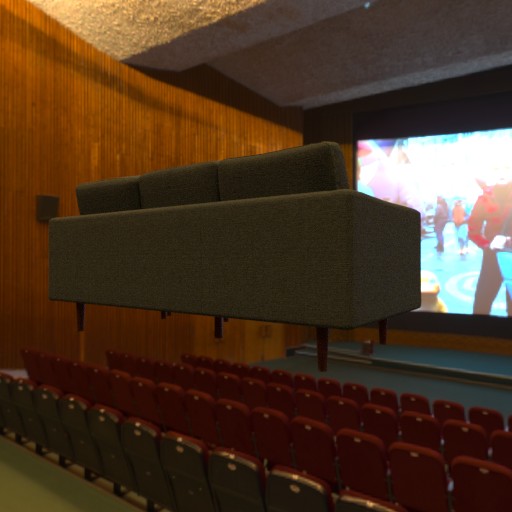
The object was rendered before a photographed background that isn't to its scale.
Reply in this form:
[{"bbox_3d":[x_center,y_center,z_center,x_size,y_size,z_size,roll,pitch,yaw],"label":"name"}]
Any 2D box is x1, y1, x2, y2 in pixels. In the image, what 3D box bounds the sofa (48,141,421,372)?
[{"bbox_3d":[0.000,0.000,2.870,2.055,0.957,1.667,0,0,36],"label":"sofa"}]
